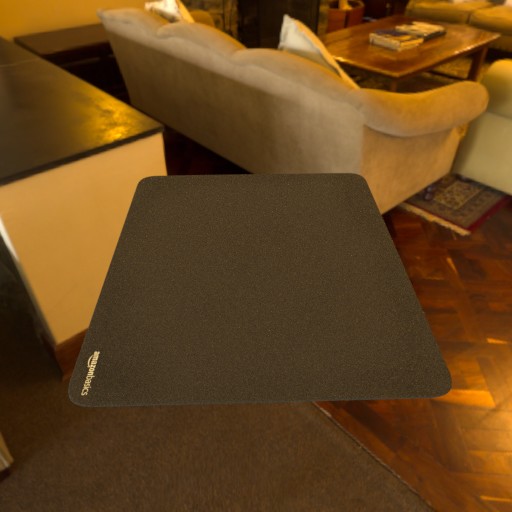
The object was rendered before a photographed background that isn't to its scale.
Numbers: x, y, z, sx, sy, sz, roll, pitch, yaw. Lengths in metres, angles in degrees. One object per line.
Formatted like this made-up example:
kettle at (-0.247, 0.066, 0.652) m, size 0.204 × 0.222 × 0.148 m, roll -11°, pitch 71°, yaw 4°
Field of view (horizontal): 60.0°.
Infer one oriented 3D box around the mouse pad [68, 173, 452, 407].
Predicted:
mouse pad at (0.000, 0.000, 0.610) m, size 0.393 × 0.002 × 0.451 m, roll -1°, pitch 40°, yaw -1°
